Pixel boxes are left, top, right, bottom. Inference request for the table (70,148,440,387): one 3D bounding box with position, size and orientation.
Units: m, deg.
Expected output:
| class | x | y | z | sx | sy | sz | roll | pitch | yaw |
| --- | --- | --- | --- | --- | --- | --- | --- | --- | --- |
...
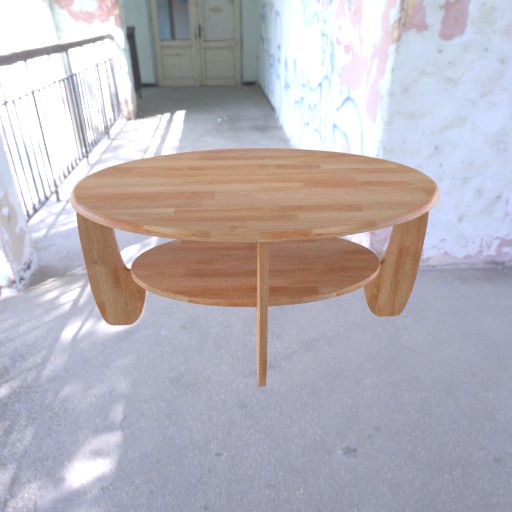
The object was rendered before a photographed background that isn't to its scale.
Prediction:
| class | x | y | z | sx | sy | sz | roll | pitch | yaw |
| --- | --- | --- | --- | --- | --- | --- | --- | --- | --- |
| table | 0.000 | 0.000 | 1.375 | 1.040 | 0.490 | 0.690 | -2 | 30 | -3 |
